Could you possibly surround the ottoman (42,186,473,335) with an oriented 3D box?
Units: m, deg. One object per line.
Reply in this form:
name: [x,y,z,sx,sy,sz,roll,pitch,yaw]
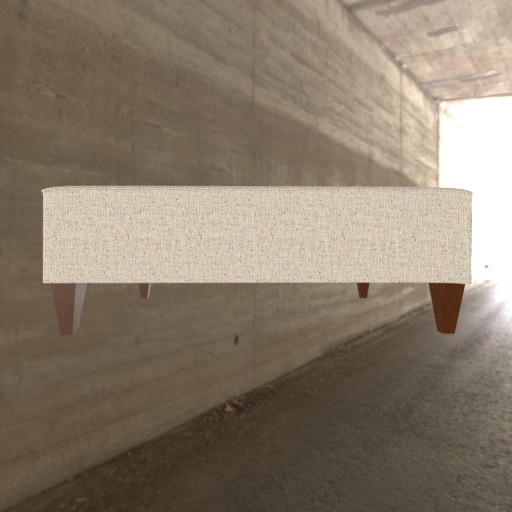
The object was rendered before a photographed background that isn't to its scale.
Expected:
ottoman: [0.000,0.000,1.220,0.835,0.303,0.736,0,1,-1]
